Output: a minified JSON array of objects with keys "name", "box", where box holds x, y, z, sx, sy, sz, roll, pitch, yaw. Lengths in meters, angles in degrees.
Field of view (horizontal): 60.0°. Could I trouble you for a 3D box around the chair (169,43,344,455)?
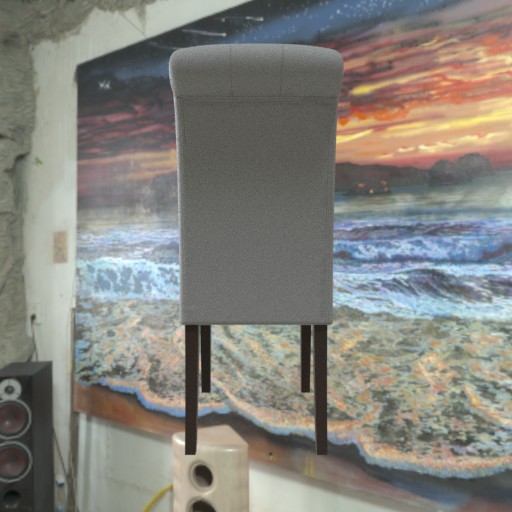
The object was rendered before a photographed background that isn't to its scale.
[{"name":"chair","box":[0.000,0.000,1.345,0.456,1.006,0.671,0,0,0]}]
